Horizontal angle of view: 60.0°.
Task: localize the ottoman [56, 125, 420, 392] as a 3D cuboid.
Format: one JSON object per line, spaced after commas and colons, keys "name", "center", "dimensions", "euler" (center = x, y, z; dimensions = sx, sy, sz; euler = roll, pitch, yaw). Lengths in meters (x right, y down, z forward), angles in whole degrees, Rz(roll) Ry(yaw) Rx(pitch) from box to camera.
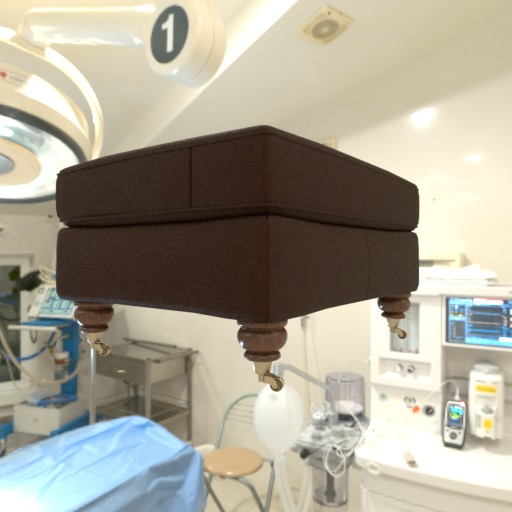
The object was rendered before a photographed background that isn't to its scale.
{"name": "ottoman", "center": [0.000, 0.000, 1.792], "dimensions": [0.967, 0.730, 1.187], "euler": [0, 0, 37]}
